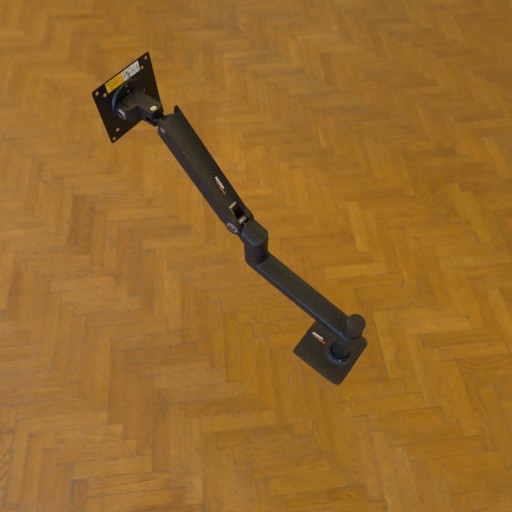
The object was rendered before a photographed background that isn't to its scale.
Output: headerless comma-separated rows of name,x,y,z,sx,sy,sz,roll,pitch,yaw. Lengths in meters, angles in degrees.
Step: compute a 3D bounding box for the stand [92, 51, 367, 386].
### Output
stand,0.000,0.000,1.049,0.650,0.713,0.152,35,67,17
